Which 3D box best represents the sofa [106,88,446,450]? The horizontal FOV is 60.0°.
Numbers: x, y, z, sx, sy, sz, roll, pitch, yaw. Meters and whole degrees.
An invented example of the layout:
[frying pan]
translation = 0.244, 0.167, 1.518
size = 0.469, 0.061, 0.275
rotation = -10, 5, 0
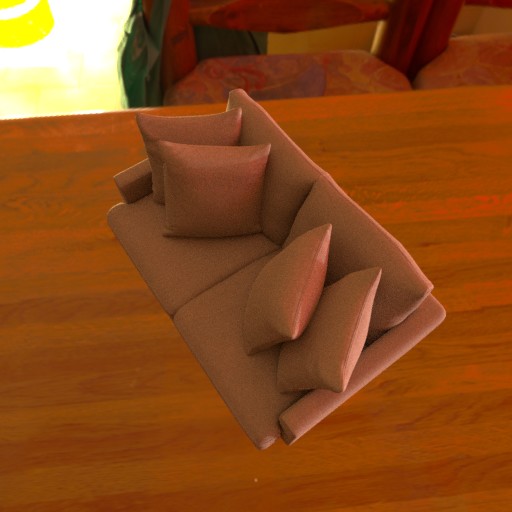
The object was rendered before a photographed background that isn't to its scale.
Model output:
[sofa]
translation = 0.000, 0.000, 2.637
size = 1.228, 1.080, 1.869
rotation = -33, 68, -15
